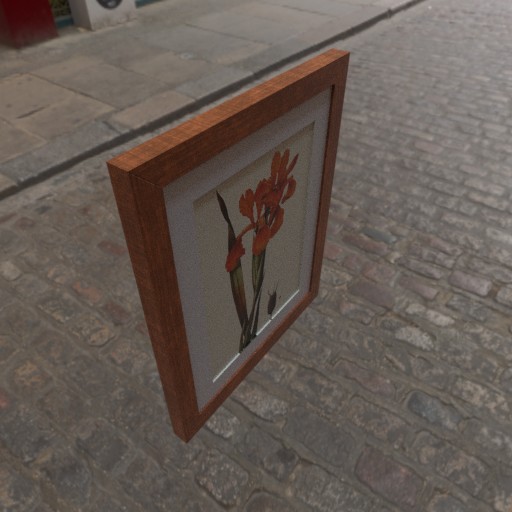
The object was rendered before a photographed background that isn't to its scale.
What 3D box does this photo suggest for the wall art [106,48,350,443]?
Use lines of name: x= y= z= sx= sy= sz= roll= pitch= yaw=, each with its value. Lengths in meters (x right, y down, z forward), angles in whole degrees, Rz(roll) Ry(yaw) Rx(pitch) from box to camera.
wall art: x=0.000 y=0.000 z=0.771 sx=0.033 sy=0.567 sz=0.467 roll=26 pitch=48 yaw=27
